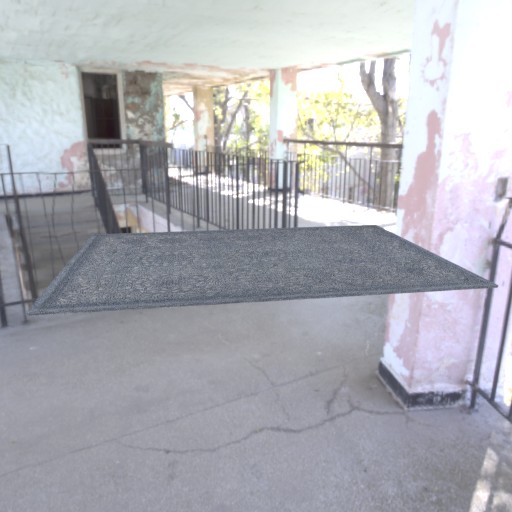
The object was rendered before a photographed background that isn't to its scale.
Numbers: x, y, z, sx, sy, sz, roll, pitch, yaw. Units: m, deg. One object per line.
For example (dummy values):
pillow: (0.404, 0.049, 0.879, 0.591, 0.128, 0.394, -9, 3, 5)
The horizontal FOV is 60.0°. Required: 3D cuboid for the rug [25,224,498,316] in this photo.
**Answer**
rug: (0.000, 0.000, 2.252, 1.819, 0.012, 1.208, -3, 16, -9)
